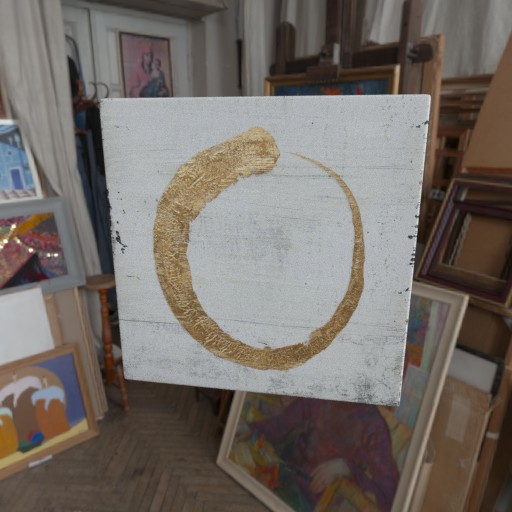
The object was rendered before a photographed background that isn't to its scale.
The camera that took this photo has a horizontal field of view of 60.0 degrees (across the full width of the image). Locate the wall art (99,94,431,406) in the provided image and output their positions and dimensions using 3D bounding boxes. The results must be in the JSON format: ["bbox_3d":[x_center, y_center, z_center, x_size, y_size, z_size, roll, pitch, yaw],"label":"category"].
[{"bbox_3d":[0.000,0.000,0.904,0.610,0.611,0.040,3,16,10],"label":"wall art"}]
